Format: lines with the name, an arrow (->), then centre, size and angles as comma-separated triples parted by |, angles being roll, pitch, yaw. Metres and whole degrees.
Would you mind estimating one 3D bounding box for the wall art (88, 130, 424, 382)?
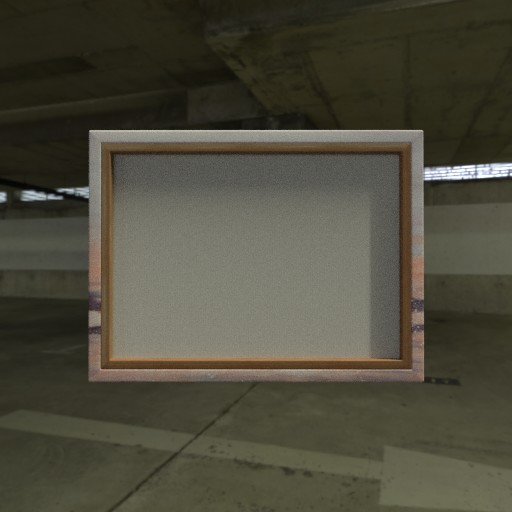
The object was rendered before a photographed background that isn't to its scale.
wall art -> 0.000, 0.000, 1.359 | 1.015, 0.763, 0.038 | 0, 0, 0
